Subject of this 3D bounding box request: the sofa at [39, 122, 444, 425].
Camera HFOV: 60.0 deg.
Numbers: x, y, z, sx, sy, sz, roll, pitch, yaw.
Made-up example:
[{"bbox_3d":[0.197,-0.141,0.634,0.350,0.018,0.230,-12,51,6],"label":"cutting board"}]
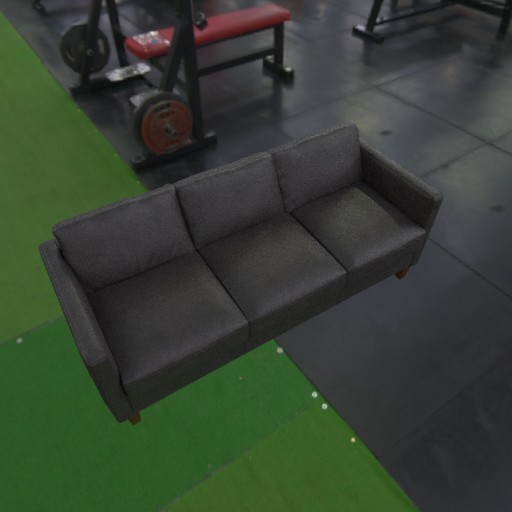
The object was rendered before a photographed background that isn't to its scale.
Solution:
[{"bbox_3d":[0.000,0.000,3.020,2.464,1.006,1.045,-24,51,-21],"label":"sofa"}]
